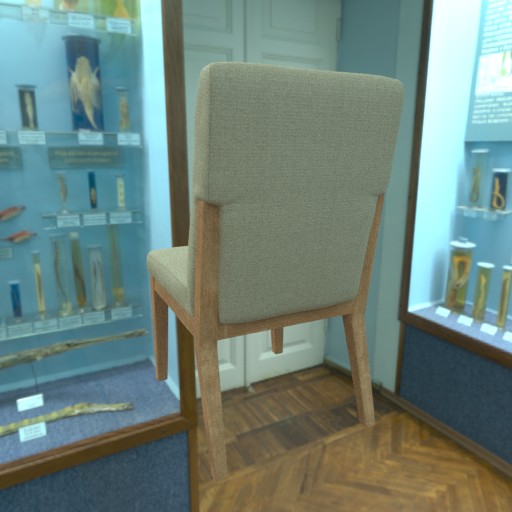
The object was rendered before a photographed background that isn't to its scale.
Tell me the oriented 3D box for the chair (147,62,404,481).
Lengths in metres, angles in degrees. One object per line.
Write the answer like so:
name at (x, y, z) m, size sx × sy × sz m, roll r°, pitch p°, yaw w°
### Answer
chair at (0.000, 0.000, 1.255) m, size 0.507 × 0.911 × 0.586 m, roll -7°, pitch 15°, yaw -26°
